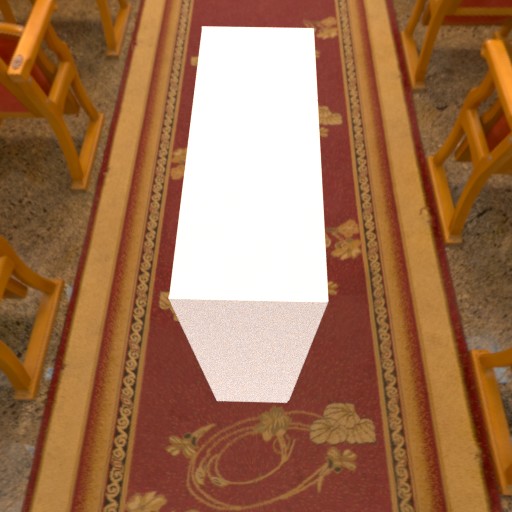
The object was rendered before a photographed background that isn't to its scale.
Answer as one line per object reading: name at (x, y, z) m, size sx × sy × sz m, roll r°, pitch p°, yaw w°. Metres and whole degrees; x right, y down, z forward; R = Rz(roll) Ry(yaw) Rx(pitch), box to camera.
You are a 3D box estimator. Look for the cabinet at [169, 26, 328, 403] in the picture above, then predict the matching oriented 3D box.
cabinet at (0.000, 0.000, 2.513) m, size 0.510 × 1.910 × 1.290 m, roll 1°, pitch 63°, yaw 1°
